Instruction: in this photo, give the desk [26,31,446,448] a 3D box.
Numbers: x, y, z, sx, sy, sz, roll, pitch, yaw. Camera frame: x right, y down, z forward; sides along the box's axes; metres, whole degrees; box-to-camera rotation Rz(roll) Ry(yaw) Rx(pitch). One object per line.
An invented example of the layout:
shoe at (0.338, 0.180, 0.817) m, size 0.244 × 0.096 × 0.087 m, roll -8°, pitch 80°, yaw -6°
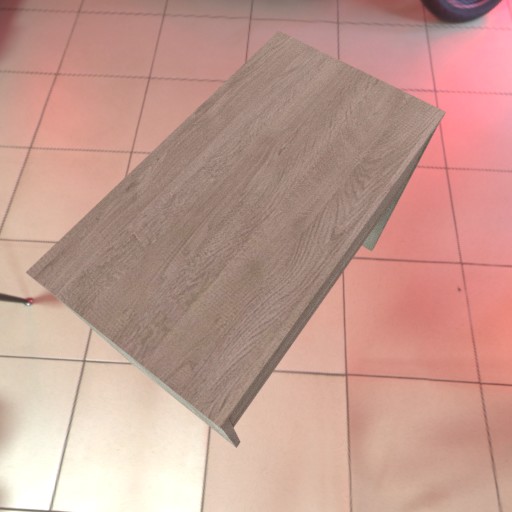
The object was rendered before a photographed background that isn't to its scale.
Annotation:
desk at (0.000, 0.000, 1.312) m, size 0.498 × 0.724 × 0.893 m, roll 33°, pitch 68°, yaw 15°
